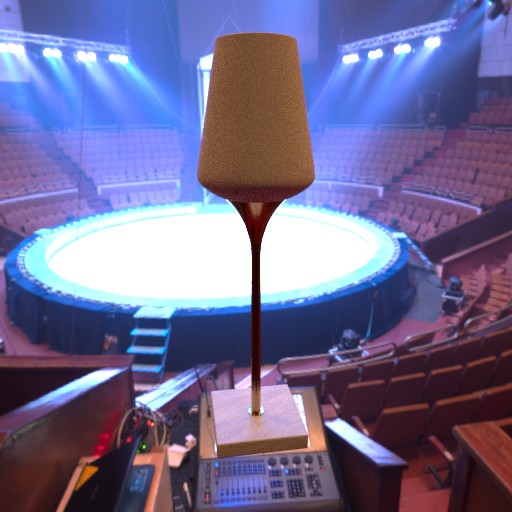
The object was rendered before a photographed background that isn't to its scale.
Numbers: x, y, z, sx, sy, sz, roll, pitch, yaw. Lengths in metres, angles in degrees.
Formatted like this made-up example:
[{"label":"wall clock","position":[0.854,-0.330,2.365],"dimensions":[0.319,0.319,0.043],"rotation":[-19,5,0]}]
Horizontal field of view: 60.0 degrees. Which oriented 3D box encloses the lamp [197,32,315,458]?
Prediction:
[{"label":"lamp","position":[0.000,0.000,0.720],"dimensions":[0.181,0.639,0.181],"rotation":[-3,16,-9]}]
